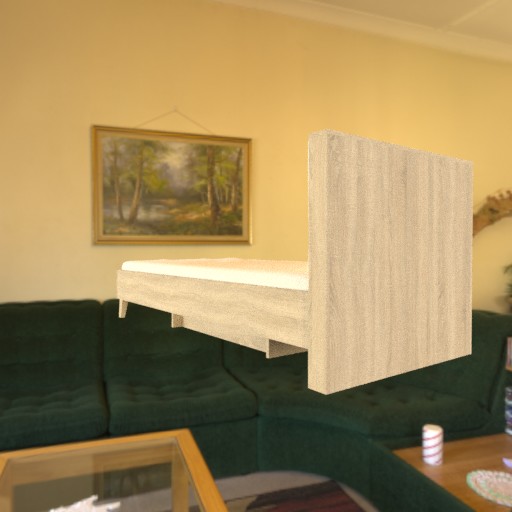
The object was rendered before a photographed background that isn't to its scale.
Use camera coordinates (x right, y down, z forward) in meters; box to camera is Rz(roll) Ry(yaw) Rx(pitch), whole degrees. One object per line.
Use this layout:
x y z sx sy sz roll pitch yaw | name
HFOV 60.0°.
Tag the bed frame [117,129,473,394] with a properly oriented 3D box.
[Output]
0.000 0.000 2.686 0.990 0.920 2.140 -1 1 -37 | bed frame
